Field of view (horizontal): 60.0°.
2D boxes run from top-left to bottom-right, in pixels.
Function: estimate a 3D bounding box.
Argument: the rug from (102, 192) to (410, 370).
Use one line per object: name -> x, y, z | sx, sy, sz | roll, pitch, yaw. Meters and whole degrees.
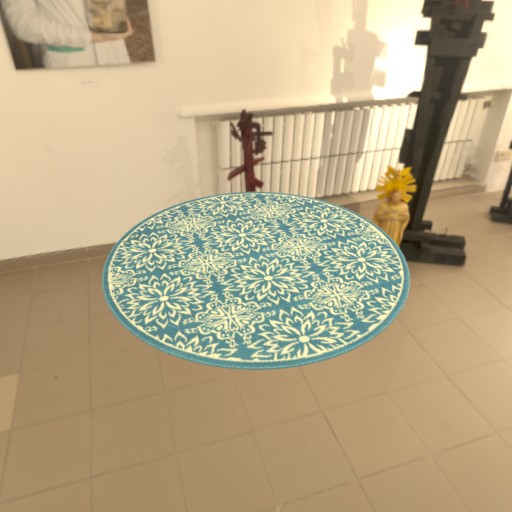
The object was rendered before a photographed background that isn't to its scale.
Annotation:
rug -> 0.000, 0.000, 2.387 | 1.593, 0.012, 1.593 | 0, 34, 0
